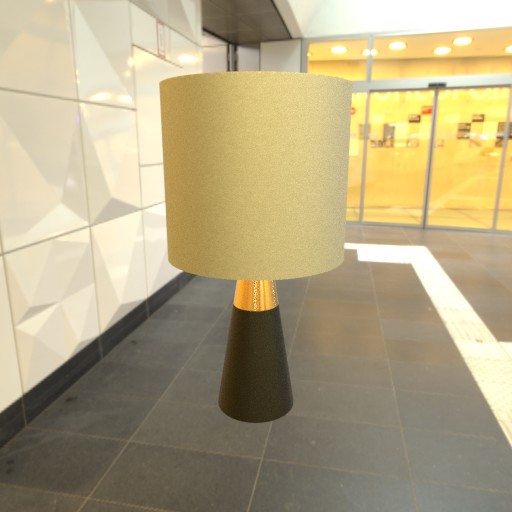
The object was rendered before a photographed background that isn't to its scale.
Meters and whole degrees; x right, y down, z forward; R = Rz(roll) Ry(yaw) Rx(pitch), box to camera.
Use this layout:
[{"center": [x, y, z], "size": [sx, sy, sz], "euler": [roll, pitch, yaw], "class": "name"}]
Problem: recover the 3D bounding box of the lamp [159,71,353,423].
[{"center": [0.000, 0.000, 0.789], "size": [0.308, 0.580, 0.308], "euler": [-2, 14, -8], "class": "lamp"}]
